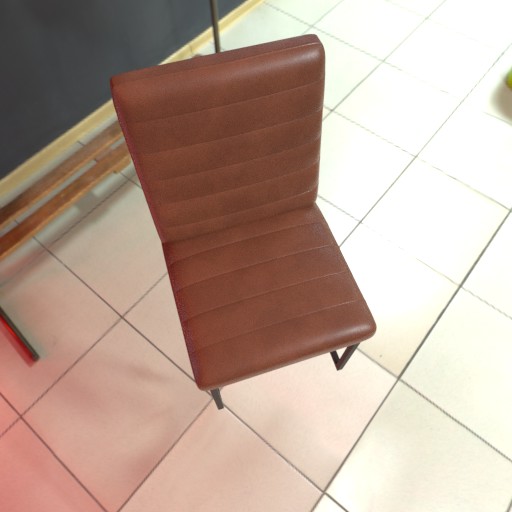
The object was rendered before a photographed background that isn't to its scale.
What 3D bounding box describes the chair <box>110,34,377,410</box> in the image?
[{"bbox_3d":[0.000,0.000,1.291,0.520,0.930,0.634,-16,63,-8],"label":"chair"}]
